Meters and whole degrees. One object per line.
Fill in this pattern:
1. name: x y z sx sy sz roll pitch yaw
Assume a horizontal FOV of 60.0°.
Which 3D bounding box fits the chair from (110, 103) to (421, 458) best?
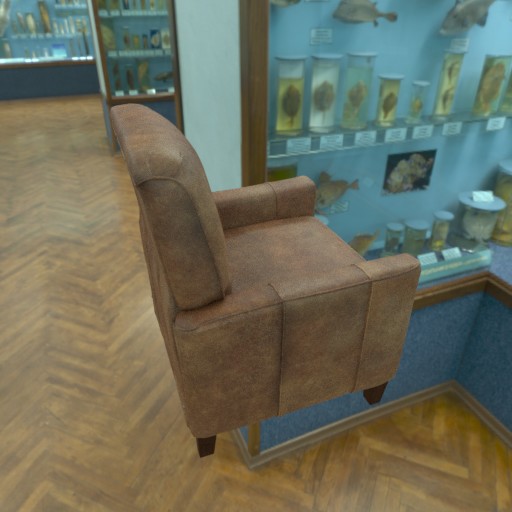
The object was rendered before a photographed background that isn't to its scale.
1. chair: 0.000 0.000 1.624 0.836 1.043 0.843 -11 32 -17
